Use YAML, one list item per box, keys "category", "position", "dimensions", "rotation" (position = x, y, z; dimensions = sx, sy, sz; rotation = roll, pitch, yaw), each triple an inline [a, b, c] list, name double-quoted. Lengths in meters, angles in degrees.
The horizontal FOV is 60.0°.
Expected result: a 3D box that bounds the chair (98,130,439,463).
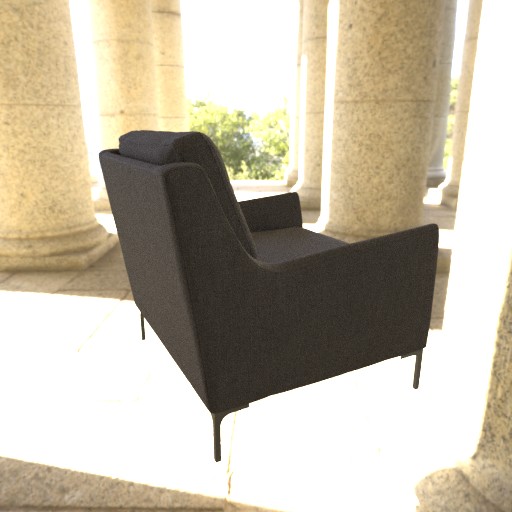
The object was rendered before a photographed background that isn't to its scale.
- category: "chair"
  position: [0.000, 0.000, 1.516]
  dimensions: [0.849, 0.828, 0.847]
  rotation: [-8, 18, -27]
